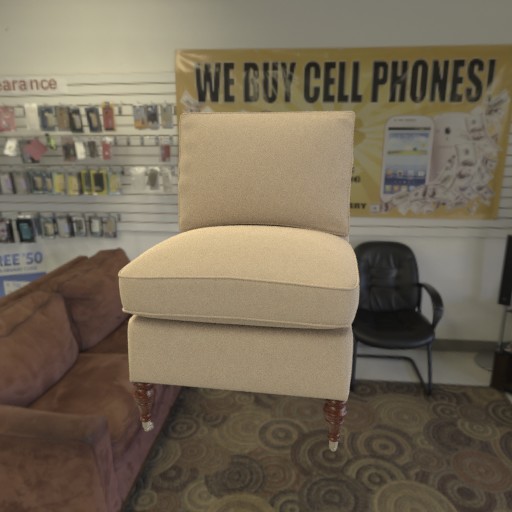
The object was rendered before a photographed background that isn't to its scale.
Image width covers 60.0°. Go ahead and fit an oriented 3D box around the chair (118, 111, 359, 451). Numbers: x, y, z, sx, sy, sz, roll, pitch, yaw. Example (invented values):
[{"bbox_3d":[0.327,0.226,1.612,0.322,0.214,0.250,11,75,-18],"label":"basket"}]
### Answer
[{"bbox_3d":[0.000,0.000,1.659,0.724,1.052,0.912,2,15,9],"label":"chair"}]
